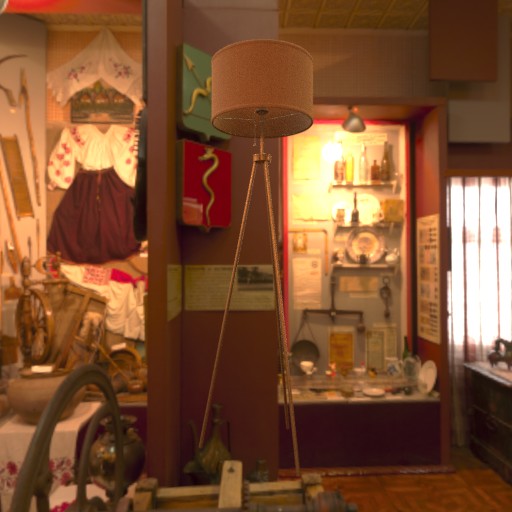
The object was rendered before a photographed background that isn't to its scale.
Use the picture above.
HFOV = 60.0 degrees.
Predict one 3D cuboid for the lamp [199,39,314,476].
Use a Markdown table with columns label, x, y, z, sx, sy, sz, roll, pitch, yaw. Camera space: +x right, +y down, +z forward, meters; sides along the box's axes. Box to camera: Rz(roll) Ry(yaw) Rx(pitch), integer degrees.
| label | x | y | z | sx | sy | sz | roll | pitch | yaw |
| --- | --- | --- | --- | --- | --- | --- | --- | --- | --- |
| lamp | 0.000 | 0.000 | 1.777 | 0.460 | 1.545 | 0.449 | 0 | -1 | 0 |
